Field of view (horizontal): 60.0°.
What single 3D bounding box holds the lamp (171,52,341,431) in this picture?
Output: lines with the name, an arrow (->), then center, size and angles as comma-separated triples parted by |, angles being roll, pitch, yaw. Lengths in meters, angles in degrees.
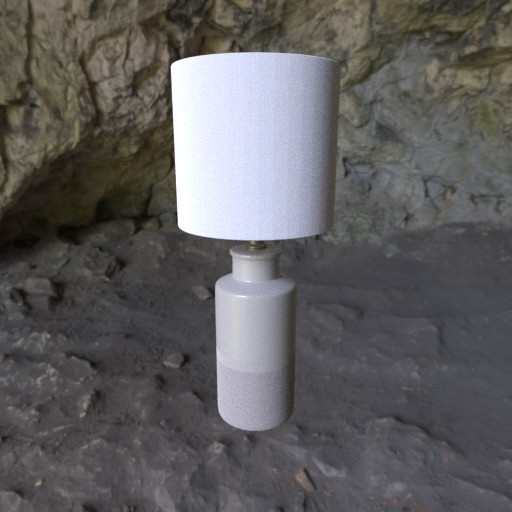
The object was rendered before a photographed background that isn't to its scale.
lamp -> 0.000, 0.000, 0.625 | 0.212, 0.493, 0.212 | 2, 15, 7
